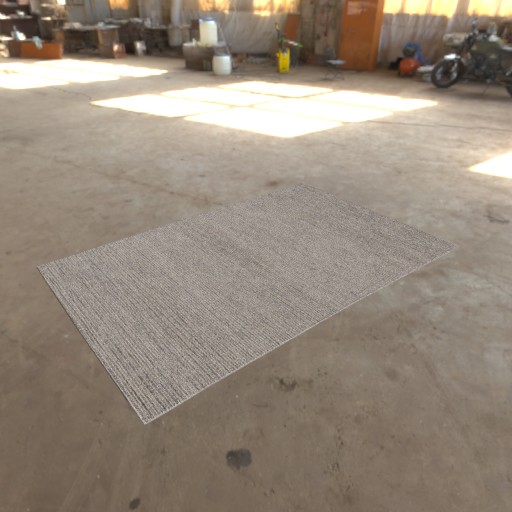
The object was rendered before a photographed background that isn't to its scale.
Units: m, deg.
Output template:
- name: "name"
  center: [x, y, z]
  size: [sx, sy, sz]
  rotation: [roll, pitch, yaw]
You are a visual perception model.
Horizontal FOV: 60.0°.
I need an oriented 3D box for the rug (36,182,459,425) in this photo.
- name: "rug"
  center: [0.000, 0.000, 2.232]
  size: [1.804, 0.022, 1.162]
  rotation: [-22, 37, -32]
